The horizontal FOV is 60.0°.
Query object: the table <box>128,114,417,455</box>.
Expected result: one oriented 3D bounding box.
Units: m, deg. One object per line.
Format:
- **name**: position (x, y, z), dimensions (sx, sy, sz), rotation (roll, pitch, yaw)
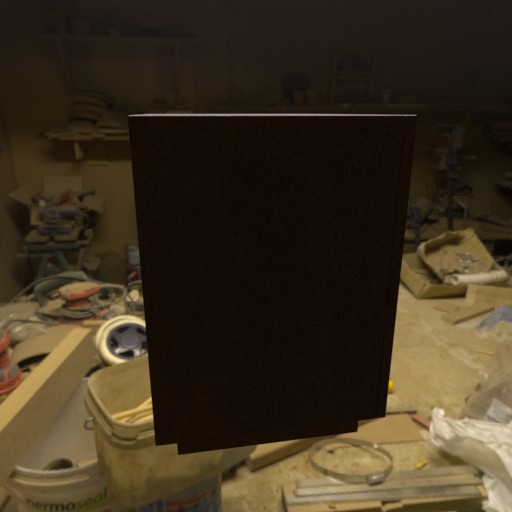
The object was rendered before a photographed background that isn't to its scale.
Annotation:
- **table**: position (0.000, 0.000, 0.960), dimensions (0.439, 0.585, 0.560), rotation (-3, 18, -10)
